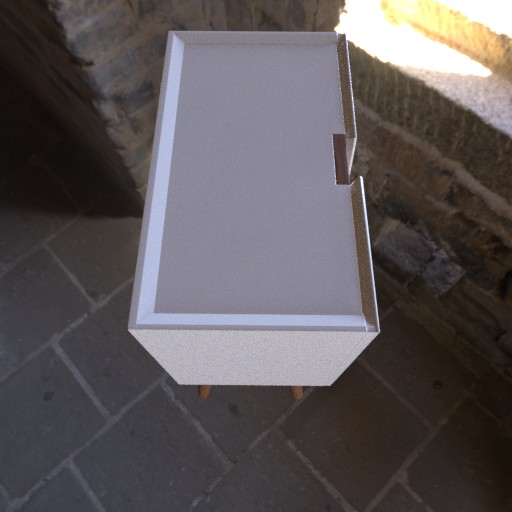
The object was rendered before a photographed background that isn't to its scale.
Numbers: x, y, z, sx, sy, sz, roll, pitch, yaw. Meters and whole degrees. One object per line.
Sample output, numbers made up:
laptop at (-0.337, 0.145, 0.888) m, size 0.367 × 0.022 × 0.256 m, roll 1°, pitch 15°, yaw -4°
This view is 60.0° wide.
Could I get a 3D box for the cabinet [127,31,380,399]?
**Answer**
cabinet at (0.000, 0.000, 1.074) m, size 0.344 × 0.772 × 0.591 m, roll 1°, pitch 65°, yaw 0°
